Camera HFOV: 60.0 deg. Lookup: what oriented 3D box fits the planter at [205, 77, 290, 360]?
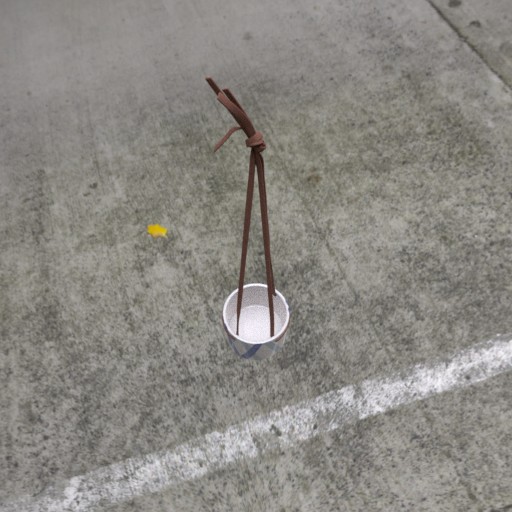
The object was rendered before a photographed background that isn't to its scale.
[{"bbox_3d":[0.000,0.000,0.809,0.157,0.753,0.153,-15,59,-9],"label":"planter"}]
